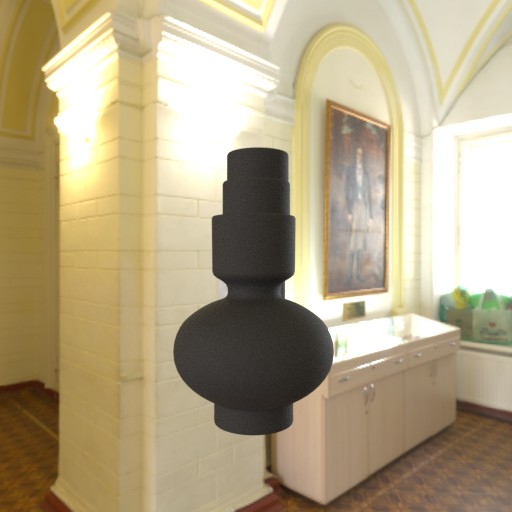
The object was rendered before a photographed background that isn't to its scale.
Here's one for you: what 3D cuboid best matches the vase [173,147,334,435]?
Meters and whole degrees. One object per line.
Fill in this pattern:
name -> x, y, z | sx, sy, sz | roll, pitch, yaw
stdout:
vase -> 0.000, 0.000, 0.429 | 0.120, 0.249, 0.307 | 0, 0, 1
